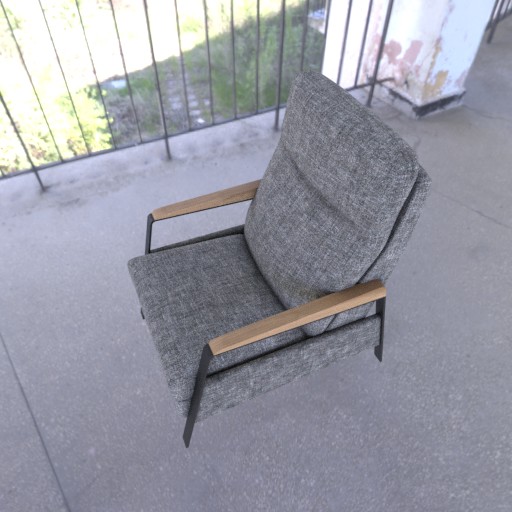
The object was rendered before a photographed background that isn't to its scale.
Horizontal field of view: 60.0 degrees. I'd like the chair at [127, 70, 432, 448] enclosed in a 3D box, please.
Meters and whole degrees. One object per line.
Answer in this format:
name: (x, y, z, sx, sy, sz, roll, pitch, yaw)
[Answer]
chair: (0.000, 0.000, 1.583, 0.868, 1.042, 0.671, -18, 50, -16)
